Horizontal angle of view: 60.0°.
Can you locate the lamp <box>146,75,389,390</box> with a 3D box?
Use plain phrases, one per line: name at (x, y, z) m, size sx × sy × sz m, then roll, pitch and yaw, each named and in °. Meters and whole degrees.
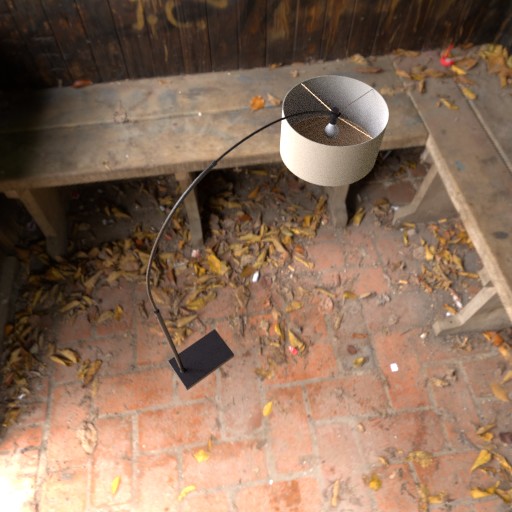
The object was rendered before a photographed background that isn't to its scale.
lamp at (0.000, 0.000, 2.628) m, size 1.424 × 1.927 × 0.493 m, roll -33°, pitch 64°, yaw -19°
